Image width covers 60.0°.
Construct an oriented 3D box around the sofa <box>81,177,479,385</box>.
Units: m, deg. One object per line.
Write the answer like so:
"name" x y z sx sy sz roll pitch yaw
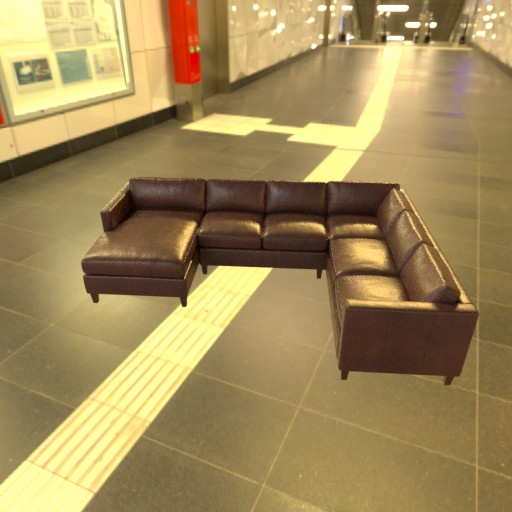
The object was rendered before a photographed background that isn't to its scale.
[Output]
"sofa" 0.000 0.000 4.405 3.324 0.891 2.452 2 30 4
